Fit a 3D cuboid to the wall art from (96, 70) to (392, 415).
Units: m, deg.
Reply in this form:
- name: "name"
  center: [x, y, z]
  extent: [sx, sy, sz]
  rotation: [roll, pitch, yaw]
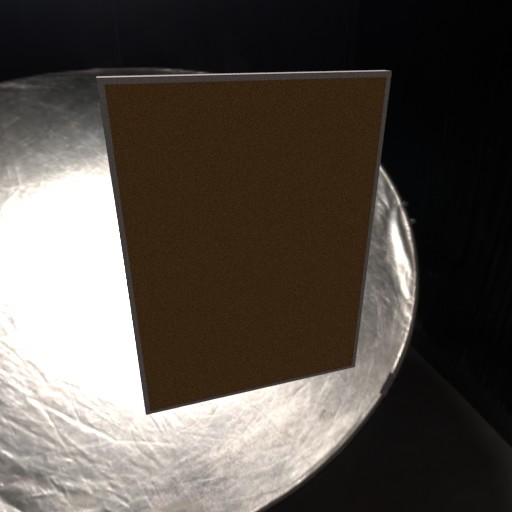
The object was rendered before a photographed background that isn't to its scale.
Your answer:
- name: "wall art"
  center: [0.000, 0.000, 1.600]
  extent: [0.914, 1.221, 0.046]
  rotation: [-8, 27, -16]
